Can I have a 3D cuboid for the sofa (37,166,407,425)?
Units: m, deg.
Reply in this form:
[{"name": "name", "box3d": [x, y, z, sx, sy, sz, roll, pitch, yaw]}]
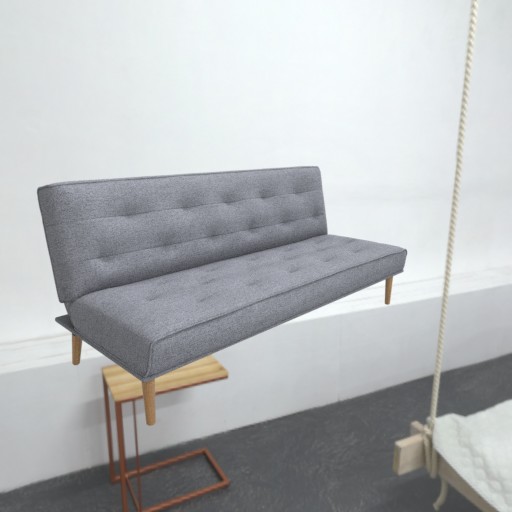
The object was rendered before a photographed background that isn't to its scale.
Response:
[{"name": "sofa", "box3d": [0.000, 0.000, 2.304, 0.810, 0.830, 1.820, 14, 20, 43]}]
